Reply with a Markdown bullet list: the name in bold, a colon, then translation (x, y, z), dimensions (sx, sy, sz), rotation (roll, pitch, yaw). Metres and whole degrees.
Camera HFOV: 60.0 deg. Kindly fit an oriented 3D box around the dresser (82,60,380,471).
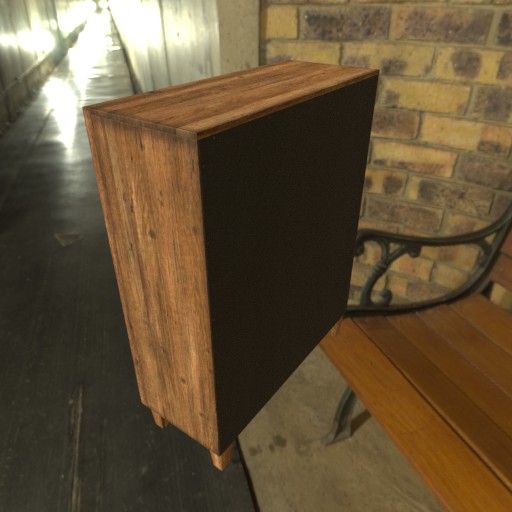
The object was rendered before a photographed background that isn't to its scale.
- **dresser**: translation (0.000, 0.000, 1.853), dimensions (0.438, 1.359, 1.067), rotation (21, 37, 30)
